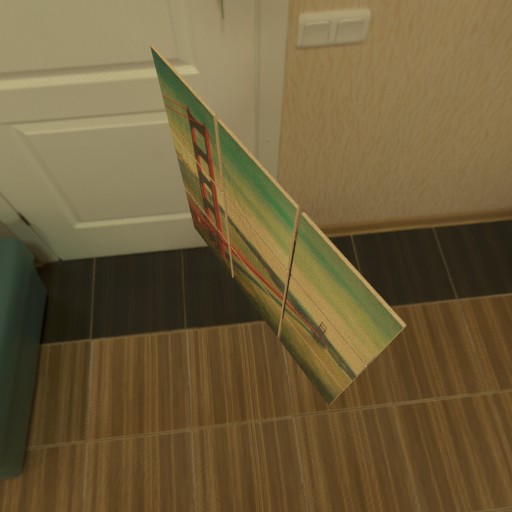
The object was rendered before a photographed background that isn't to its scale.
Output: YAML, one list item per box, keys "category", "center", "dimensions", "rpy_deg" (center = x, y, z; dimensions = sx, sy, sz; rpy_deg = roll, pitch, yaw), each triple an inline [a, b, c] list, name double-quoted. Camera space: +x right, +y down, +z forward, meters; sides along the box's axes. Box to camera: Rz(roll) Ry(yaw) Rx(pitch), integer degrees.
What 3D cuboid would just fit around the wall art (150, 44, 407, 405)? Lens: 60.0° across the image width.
- category: "wall art"
  center: [0.000, 0.000, 2.265]
  dimensions: [0.014, 1.507, 1.519]
  rpy_deg: [-33, 68, -15]
